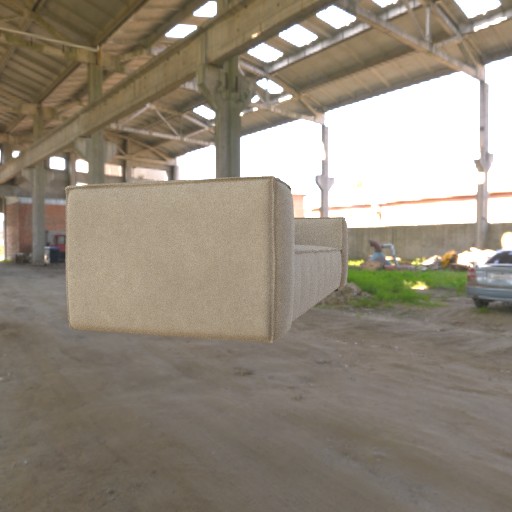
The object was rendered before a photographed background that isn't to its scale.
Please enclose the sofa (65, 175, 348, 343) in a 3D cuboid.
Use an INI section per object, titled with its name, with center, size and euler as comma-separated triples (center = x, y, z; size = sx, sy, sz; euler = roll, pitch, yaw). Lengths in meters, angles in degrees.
[sofa]
center = 0.000, 0.000, 3.090
size = 1.038, 0.680, 2.697
euler = 0, 1, 17
